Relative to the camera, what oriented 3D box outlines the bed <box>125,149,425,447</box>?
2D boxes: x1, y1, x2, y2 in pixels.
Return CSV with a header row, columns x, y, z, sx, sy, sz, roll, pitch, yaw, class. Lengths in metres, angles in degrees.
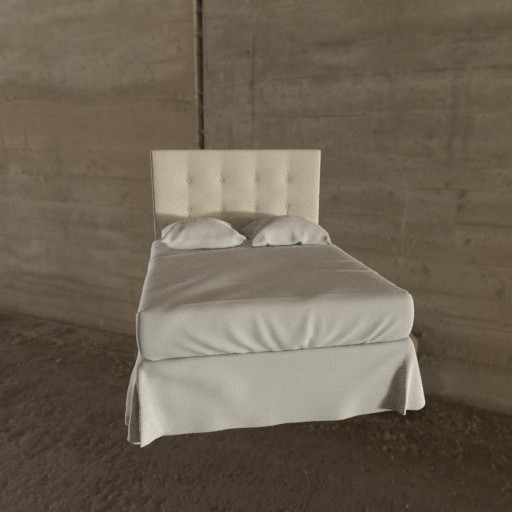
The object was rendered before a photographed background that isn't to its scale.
x,y,z,sx,sy,sz,roll,pitch,yaw,class
0.000,0.000,3.452,1.936,1.577,2.222,-3,15,-10,bed
